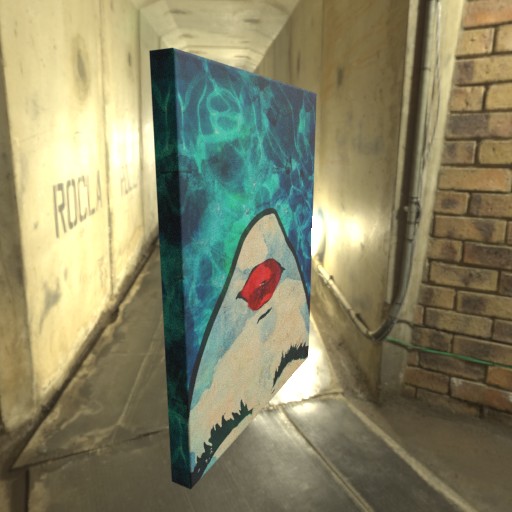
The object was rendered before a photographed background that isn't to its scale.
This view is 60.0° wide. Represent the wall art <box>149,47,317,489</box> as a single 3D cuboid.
[{"bbox_3d":[0.000,0.000,0.842,0.038,0.635,0.508,7,15,27],"label":"wall art"}]
